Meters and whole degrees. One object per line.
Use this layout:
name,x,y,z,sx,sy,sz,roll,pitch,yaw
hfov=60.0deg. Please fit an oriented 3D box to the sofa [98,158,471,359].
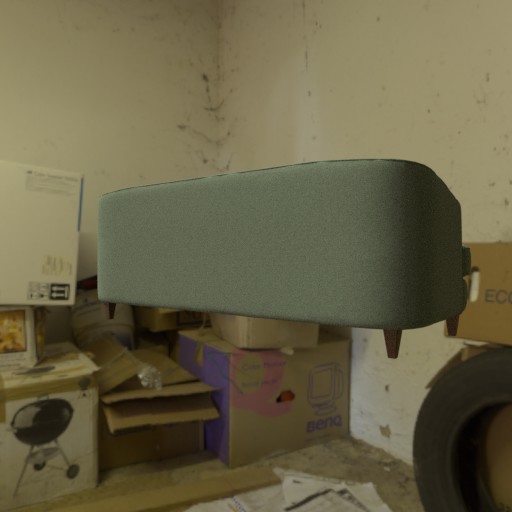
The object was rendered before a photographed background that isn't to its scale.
sofa,0.000,0.000,2.722,2.278,0.855,0.941,0,0,36
